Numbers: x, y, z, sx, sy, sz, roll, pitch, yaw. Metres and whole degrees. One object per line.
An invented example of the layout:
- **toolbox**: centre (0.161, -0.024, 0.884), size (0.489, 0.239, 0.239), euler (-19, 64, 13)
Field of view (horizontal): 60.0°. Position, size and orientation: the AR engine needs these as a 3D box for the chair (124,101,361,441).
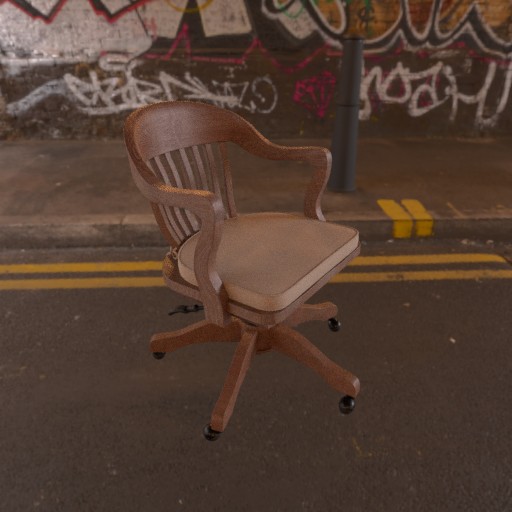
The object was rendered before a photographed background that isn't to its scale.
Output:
- **chair**: centre (0.000, 0.000, 1.422), size (0.788, 0.878, 0.750), euler (18, 32, 31)
